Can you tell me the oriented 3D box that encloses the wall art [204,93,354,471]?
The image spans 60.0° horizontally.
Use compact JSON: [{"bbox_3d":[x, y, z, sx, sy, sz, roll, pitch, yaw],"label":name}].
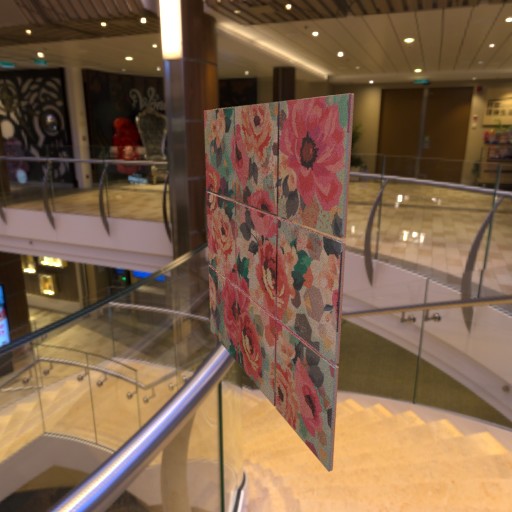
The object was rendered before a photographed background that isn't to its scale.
[{"bbox_3d":[0.000,0.000,1.407,0.012,0.910,0.911,-7,17,-24],"label":"wall art"}]
